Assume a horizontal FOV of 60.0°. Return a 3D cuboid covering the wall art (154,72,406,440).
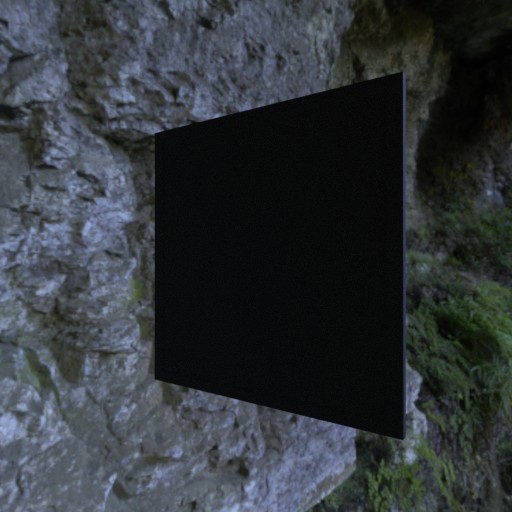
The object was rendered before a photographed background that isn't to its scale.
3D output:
[{"bbox_3d":[0.000,0.000,0.842,0.562,0.558,0.012,0,0,36],"label":"wall art"}]
